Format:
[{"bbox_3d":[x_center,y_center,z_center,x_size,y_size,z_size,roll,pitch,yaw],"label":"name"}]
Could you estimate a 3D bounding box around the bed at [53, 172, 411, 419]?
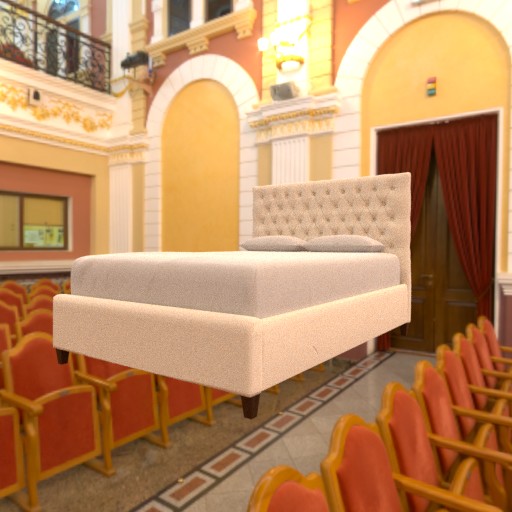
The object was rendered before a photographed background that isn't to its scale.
[{"bbox_3d":[0.000,0.000,3.441,1.698,1.427,2.387,1,2,36],"label":"bed"}]
